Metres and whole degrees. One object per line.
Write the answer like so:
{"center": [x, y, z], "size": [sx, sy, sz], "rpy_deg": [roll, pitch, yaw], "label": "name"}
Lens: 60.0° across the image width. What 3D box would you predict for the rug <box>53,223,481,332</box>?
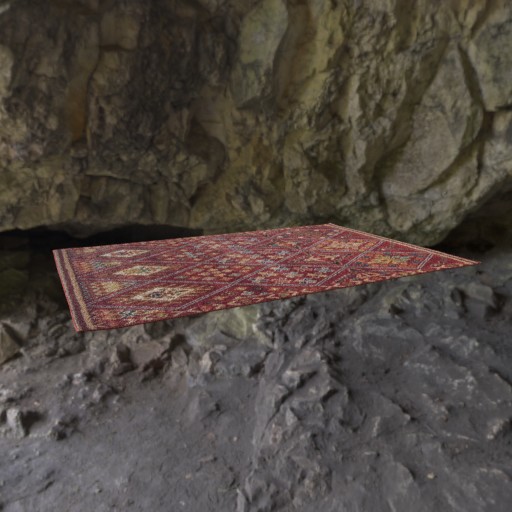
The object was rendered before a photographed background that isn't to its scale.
{"center": [0.000, 0.000, 2.816], "size": [2.286, 0.026, 1.521], "rpy_deg": [-7, 16, -26], "label": "rug"}
